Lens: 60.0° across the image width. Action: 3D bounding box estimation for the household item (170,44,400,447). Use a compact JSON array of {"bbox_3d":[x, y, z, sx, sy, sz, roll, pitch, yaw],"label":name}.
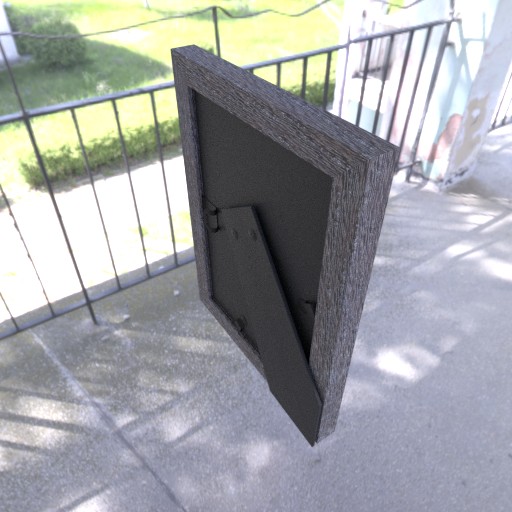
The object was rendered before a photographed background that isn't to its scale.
[{"bbox_3d":[0.000,0.000,0.278,0.020,0.210,0.160,-24,46,-25],"label":"household item"}]
